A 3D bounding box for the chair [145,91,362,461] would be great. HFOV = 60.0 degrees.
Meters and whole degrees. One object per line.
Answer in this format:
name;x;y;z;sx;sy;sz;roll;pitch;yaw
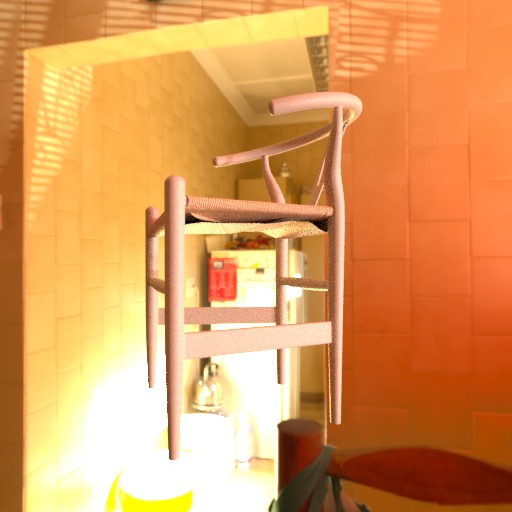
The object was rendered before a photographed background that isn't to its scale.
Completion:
chair;0.000;0.000;1.095;0.500;0.736;0.533;0;-1;-18
